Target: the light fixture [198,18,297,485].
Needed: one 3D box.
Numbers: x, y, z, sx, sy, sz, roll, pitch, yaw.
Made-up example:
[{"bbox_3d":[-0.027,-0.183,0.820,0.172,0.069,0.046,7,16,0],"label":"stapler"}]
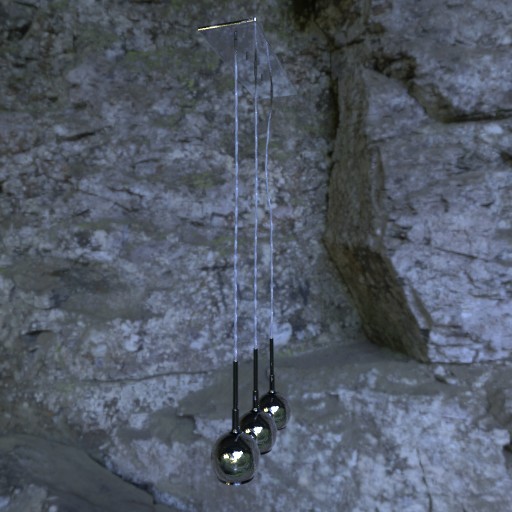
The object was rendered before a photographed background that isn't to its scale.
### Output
[{"bbox_3d":[0.000,0.000,1.632,0.188,1.408,0.623,0,-1,17],"label":"light fixture"}]
